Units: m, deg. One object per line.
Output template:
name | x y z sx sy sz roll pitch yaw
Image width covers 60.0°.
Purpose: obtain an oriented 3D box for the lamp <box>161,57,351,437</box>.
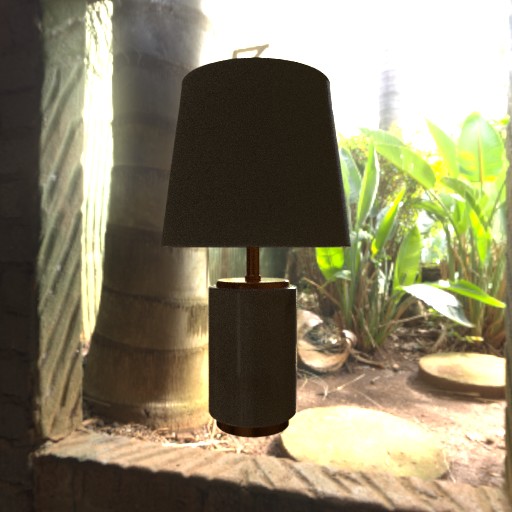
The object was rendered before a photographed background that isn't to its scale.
lamp | 0.000 0.000 0.452 0.189 0.340 0.189 0 1 0
